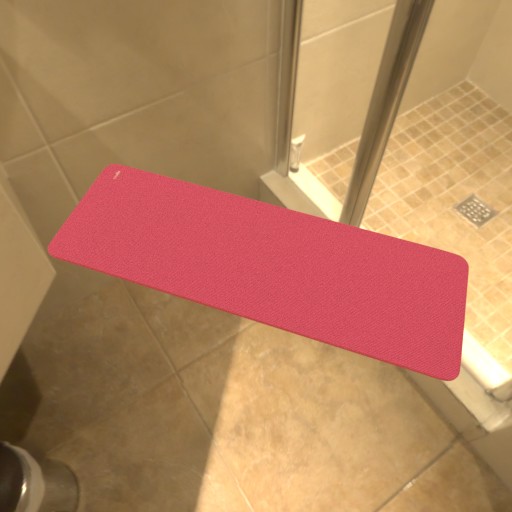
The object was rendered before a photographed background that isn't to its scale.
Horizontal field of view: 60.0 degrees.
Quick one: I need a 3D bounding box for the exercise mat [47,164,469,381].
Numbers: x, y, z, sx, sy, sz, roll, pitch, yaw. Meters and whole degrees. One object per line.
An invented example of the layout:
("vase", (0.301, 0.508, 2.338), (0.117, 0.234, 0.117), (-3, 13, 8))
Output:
("exercise mat", (0.000, 0.000, 2.052), (1.884, 0.021, 0.616), (16, 59, 10))
